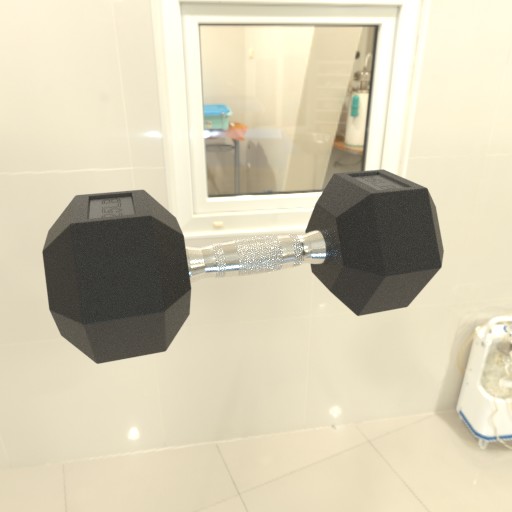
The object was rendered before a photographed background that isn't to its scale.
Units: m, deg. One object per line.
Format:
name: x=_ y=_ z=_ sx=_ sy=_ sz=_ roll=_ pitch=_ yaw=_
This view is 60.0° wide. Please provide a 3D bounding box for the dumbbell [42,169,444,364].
dumbbell: x=0.000 y=0.000 z=0.373 sx=0.315 sy=0.113 sz=0.129 roll=-8 pitch=26 yaw=-16
